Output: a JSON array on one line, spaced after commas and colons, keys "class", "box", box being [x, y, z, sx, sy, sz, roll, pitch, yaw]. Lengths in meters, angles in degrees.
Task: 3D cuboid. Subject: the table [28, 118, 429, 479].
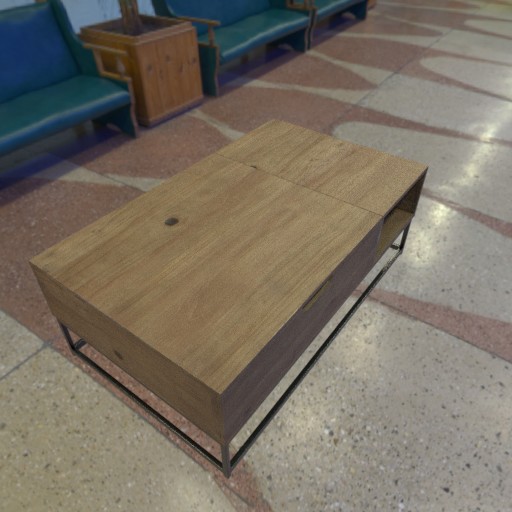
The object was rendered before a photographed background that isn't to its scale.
[{"class": "table", "box": [0.000, 0.000, 1.459, 0.655, 0.395, 1.101, 26, 47, 27]}]
